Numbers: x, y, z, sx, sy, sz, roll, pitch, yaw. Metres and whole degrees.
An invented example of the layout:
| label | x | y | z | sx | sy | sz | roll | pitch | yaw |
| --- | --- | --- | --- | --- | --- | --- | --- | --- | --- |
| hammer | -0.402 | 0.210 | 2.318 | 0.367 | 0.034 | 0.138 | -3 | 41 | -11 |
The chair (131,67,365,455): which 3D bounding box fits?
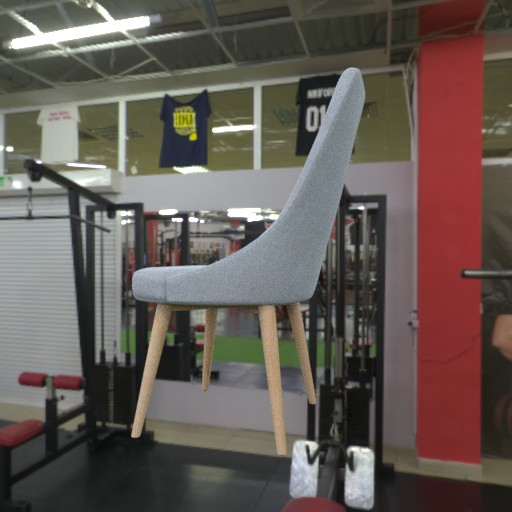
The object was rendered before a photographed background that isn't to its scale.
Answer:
| label | x | y | z | sx | sy | sz | roll | pitch | yaw |
| --- | --- | --- | --- | --- | --- | --- | --- | --- | --- |
| chair | 0.000 | 0.000 | 1.398 | 0.660 | 1.040 | 0.510 | 0 | 0 | 18 |
